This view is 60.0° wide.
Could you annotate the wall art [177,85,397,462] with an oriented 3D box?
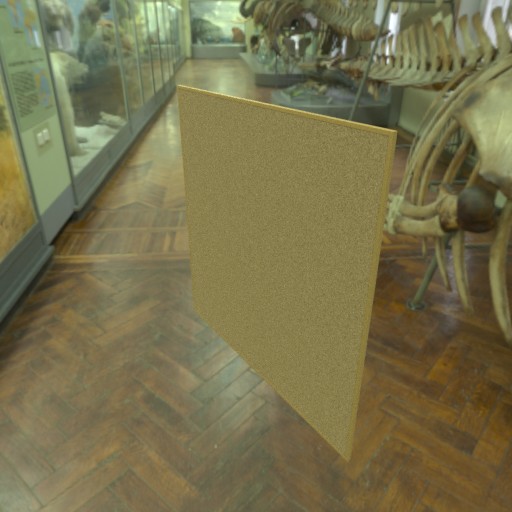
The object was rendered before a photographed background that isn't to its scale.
[{"bbox_3d":[0.000,0.000,1.444,0.013,0.959,0.962,-18,32,-31],"label":"wall art"}]
